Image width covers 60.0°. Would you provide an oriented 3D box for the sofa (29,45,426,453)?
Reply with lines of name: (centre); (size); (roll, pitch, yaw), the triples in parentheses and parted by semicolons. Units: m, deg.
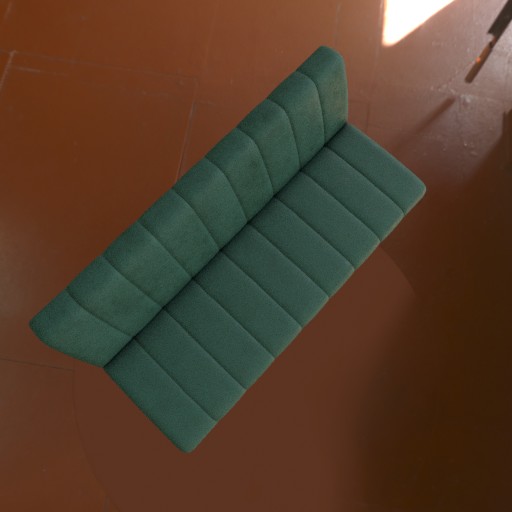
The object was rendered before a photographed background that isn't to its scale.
sofa: (0.000, 0.000, 2.219); (0.830, 0.820, 1.810); (42, 80, 10)
